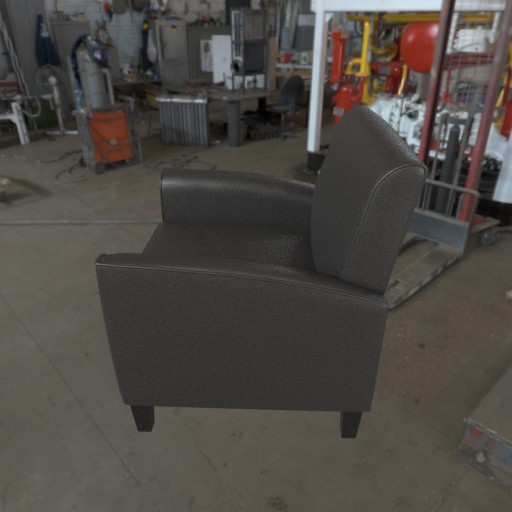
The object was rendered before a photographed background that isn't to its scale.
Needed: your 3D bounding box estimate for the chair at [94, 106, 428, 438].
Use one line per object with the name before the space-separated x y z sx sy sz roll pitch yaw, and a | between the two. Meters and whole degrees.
chair | 0.000 0.000 1.546 0.819 0.916 0.820 1 28 2
